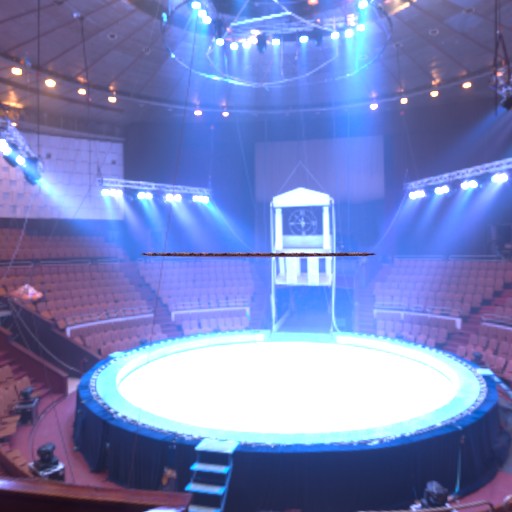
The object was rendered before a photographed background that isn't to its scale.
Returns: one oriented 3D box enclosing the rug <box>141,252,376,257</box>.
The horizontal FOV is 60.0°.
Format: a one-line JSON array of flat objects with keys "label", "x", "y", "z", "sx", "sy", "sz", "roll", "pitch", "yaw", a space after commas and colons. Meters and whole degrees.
[{"label": "rug", "x": 0.000, "y": 0.000, "z": 2.653, "sx": 0.769, "sy": 0.013, "sz": 2.440, "roll": 0, "pitch": 0, "yaw": 0}]
